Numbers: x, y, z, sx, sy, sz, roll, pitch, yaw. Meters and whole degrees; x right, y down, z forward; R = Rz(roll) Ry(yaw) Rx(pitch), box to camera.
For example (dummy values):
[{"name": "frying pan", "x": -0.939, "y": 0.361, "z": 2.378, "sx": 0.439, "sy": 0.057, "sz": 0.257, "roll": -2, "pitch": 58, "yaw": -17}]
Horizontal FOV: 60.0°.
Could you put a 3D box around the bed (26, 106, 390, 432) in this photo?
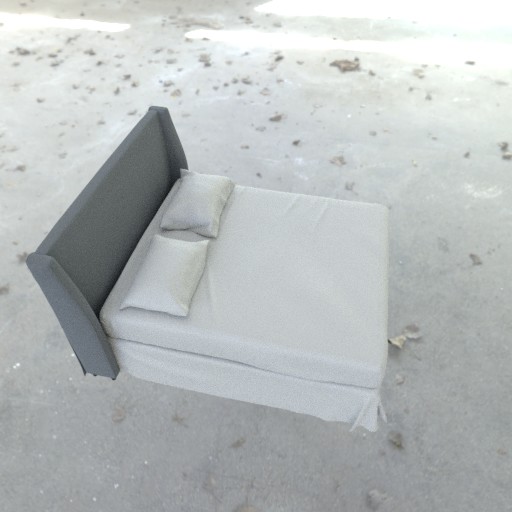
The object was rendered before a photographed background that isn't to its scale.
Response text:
[{"name": "bed", "x": 0.000, "y": 0.000, "z": 3.425, "sx": 2.276, "sy": 1.332, "sz": 1.925, "roll": 9, "pitch": 46, "yaw": 9}]
